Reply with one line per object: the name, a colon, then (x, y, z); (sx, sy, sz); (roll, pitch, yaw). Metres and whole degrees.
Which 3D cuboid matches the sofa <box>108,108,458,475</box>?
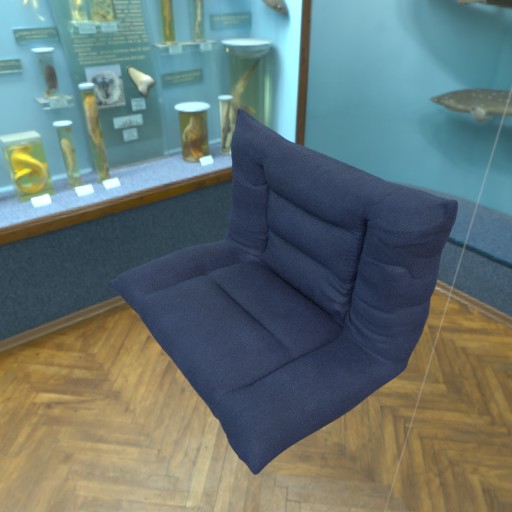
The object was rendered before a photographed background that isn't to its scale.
sofa: (0.000, 0.000, 1.683); (0.849, 0.778, 1.122); (-22, 39, -30)
